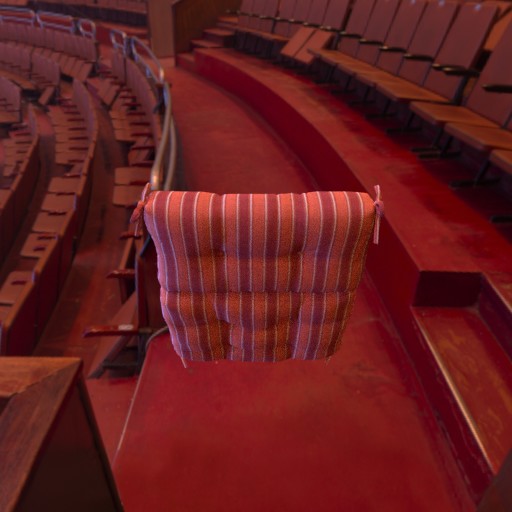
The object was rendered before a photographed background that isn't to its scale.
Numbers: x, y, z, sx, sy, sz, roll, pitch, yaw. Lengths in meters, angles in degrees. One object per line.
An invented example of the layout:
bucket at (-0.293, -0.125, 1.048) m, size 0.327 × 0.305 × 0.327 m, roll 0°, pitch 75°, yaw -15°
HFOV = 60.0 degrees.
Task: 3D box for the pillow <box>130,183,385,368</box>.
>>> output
pillow at (0.000, 0.000, 1.488) m, size 0.526 × 0.863 × 1.016 m, roll 0°, pitch 31°, yaw 0°
